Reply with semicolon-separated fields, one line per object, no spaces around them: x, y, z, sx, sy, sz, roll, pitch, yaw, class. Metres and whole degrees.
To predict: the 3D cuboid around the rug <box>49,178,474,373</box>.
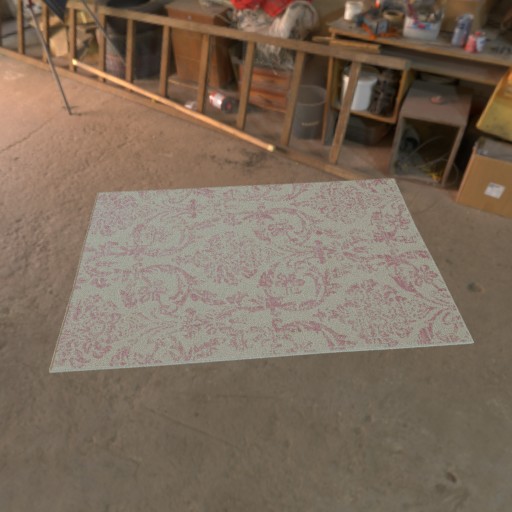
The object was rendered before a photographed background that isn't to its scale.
0.000;0.000;2.328;1.839;0.012;1.219;-3;46;-3;rug
